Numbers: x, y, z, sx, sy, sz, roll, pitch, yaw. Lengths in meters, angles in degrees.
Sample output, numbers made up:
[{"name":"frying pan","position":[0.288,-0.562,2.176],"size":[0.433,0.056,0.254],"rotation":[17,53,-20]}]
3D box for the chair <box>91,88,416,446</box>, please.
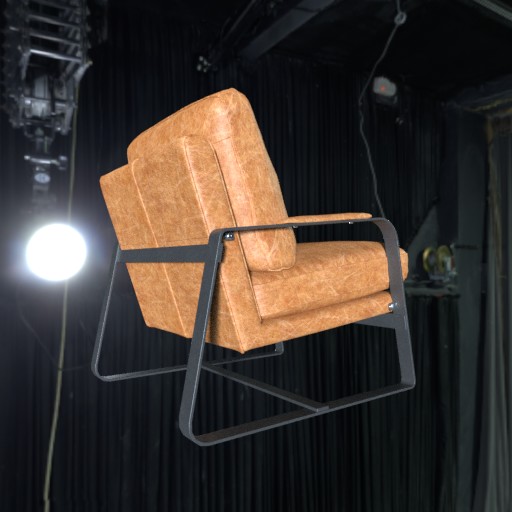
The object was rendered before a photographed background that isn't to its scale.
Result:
[{"name":"chair","position":[0.000,0.000,1.366],"size":[0.801,0.777,0.651],"rotation":[1,-1,-36]}]
